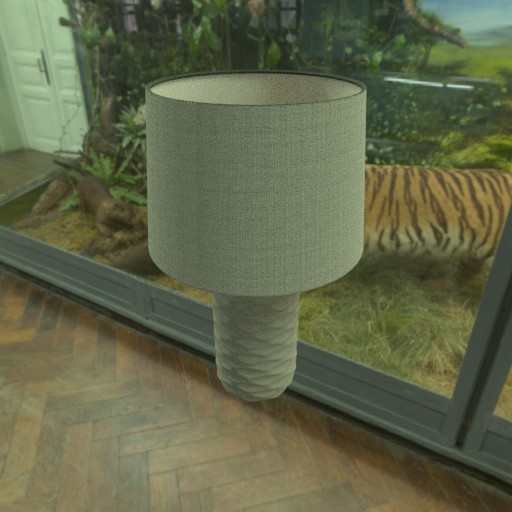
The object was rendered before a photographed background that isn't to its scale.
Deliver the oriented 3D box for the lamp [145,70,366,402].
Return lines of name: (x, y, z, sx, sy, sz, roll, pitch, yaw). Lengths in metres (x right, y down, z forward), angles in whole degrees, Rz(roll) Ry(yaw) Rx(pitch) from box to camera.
lamp: (0.000, 0.000, 0.811, 0.376, 0.594, 0.376, 0, 30, 0)
